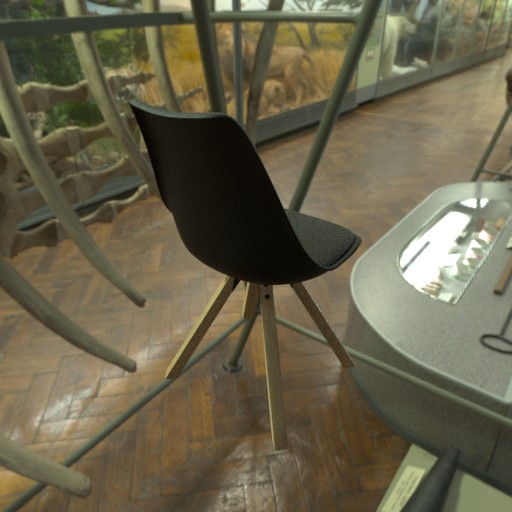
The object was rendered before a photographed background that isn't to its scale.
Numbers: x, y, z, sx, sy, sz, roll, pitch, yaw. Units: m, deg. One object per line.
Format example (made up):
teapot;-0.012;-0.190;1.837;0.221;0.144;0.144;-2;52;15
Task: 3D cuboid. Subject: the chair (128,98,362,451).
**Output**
chair;0.000;0.000;1.179;0.485;0.850;0.549;21;36;32
